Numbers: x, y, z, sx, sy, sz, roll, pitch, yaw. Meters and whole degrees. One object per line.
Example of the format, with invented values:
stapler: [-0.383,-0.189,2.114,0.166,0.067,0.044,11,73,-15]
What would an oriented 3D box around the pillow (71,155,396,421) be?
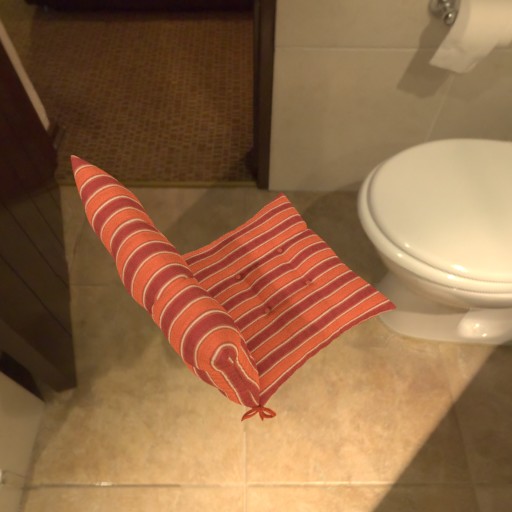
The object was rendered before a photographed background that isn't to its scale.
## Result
pillow: [0.000,0.000,1.030,0.585,0.536,0.541,-32,63,-19]
